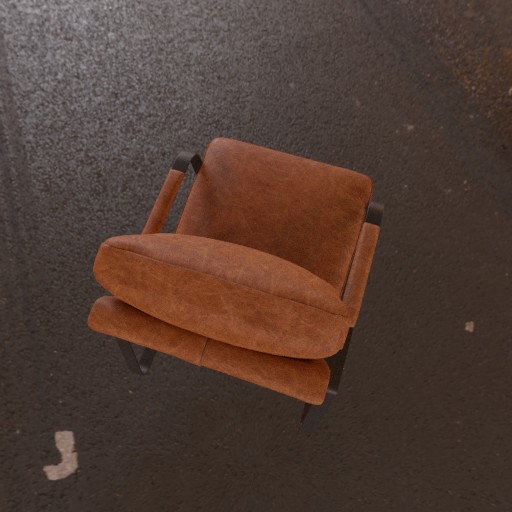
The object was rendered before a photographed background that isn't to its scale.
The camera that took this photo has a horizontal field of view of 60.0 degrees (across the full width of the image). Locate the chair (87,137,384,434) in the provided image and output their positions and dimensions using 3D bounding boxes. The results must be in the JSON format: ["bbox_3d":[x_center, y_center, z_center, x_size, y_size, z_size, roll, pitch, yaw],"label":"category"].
[{"bbox_3d":[0.000,0.000,1.342,0.651,0.777,0.801,17,66,8],"label":"chair"}]
